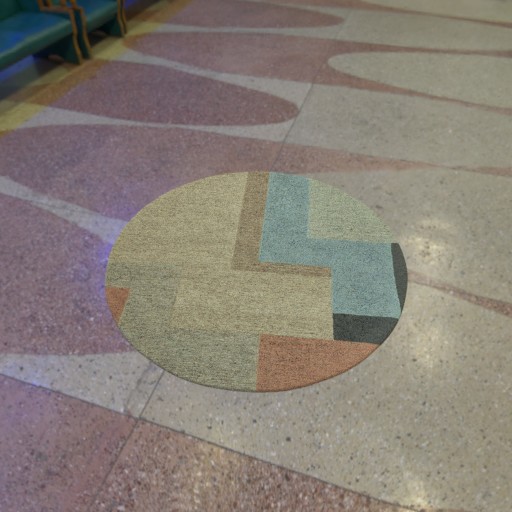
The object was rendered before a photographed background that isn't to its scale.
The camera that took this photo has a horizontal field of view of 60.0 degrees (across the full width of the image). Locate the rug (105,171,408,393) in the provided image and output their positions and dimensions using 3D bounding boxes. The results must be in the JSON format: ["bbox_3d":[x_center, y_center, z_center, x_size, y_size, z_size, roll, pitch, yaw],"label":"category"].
[{"bbox_3d":[0.000,0.000,3.694,2.461,0.033,2.461,0,45,0],"label":"rug"}]
